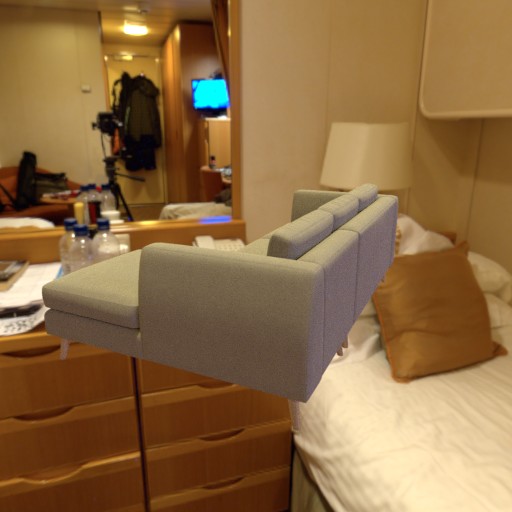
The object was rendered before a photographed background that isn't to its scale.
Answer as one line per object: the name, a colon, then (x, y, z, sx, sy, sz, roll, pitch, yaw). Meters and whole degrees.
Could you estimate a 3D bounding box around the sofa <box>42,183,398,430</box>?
sofa: (0.000, 0.000, 3.112, 1.580, 0.860, 2.300, 8, 18, 24)
